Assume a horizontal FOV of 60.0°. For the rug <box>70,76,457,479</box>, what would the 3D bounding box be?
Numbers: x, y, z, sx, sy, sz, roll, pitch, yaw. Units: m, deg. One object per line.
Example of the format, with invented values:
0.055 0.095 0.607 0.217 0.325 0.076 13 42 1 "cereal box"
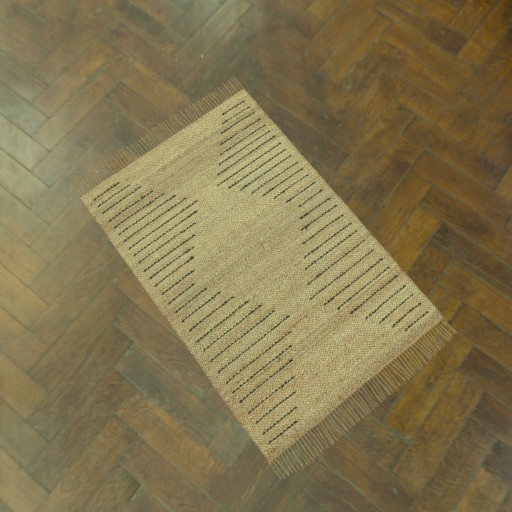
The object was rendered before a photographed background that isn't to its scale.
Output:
0.000 0.000 2.532 1.224 0.027 2.085 -36 78 -9 "rug"
